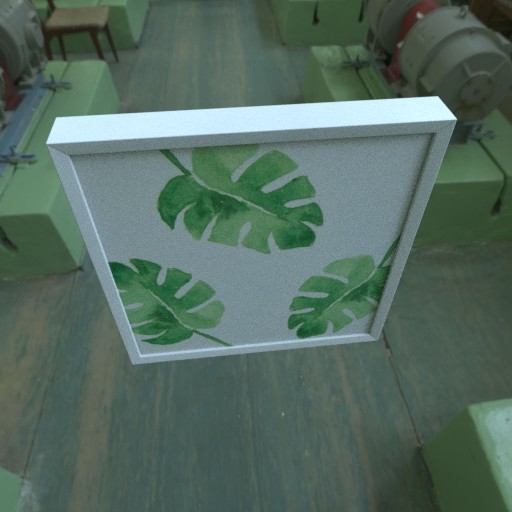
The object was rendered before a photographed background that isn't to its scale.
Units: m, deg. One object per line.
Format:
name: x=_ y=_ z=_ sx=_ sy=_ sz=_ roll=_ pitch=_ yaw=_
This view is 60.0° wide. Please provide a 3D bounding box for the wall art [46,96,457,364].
wall art: x=0.000 y=0.000 z=0.449 sx=0.305 sy=0.305 sz=0.038 roll=-5 pitch=46 yaw=-4
